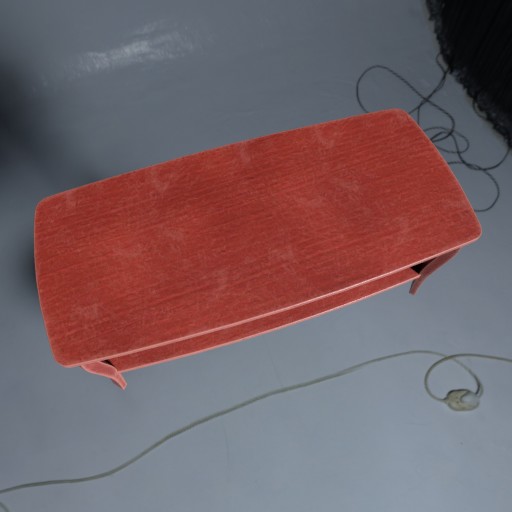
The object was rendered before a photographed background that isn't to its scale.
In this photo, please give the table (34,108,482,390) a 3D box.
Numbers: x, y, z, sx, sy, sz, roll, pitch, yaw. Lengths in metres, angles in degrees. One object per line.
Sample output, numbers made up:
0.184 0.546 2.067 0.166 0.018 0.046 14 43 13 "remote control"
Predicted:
0.000 0.000 1.461 1.216 0.473 0.561 -16 64 -8 "table"
